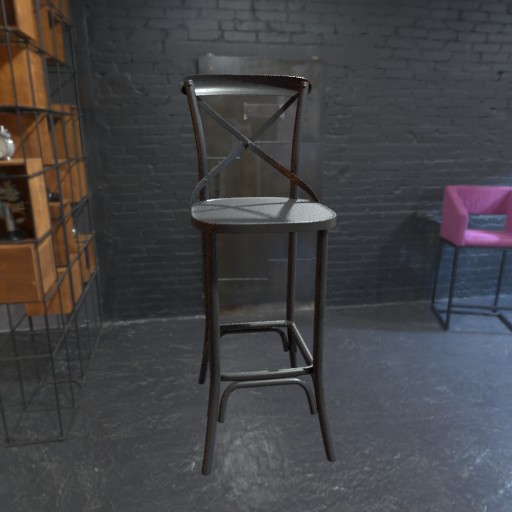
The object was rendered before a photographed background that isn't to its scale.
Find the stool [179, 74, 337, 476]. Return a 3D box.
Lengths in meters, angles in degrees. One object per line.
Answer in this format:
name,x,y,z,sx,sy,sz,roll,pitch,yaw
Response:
stool,0.000,0.000,1.451,0.457,1.168,0.584,-2,16,-8
